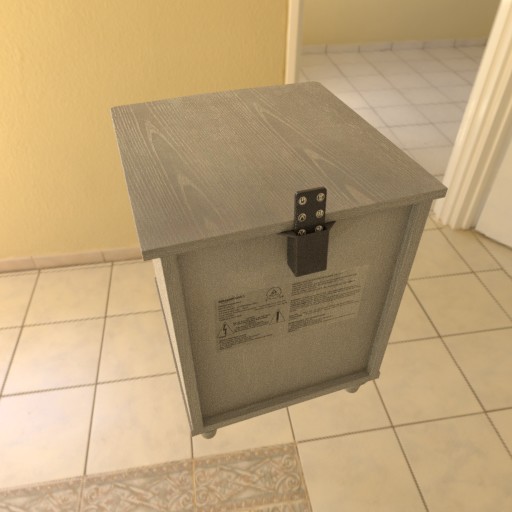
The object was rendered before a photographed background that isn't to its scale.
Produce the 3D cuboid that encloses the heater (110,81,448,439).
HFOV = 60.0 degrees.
[{"bbox_3d":[0.000,0.000,0.746,0.362,0.481,0.400,-13,43,-14],"label":"heater"}]
